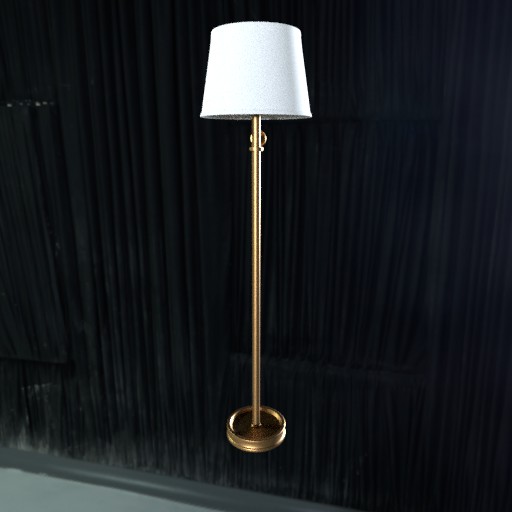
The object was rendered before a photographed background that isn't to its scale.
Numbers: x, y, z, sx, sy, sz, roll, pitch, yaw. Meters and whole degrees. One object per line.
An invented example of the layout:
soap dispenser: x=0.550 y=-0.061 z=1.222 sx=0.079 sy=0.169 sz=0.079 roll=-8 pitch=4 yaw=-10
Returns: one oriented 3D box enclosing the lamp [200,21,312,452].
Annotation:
lamp: x=0.000 y=0.000 z=0.773 sx=0.178 sy=0.710 sz=0.178 roll=0 pitch=15 yaw=0
